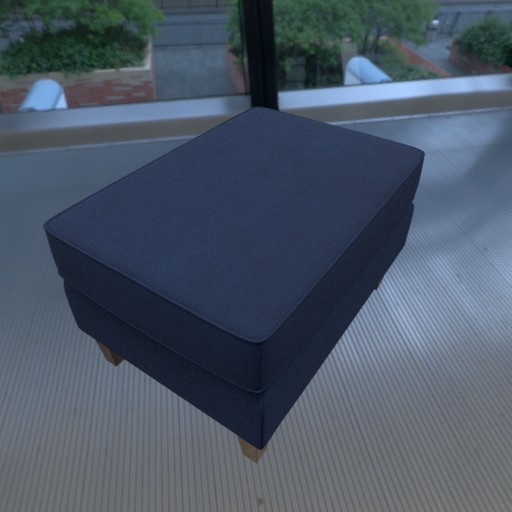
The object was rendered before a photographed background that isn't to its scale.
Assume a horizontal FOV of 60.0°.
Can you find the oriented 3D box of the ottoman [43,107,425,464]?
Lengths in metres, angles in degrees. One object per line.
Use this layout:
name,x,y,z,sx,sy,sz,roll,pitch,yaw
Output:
ottoman,0.000,0.000,1.403,0.686,0.584,0.965,24,45,26
